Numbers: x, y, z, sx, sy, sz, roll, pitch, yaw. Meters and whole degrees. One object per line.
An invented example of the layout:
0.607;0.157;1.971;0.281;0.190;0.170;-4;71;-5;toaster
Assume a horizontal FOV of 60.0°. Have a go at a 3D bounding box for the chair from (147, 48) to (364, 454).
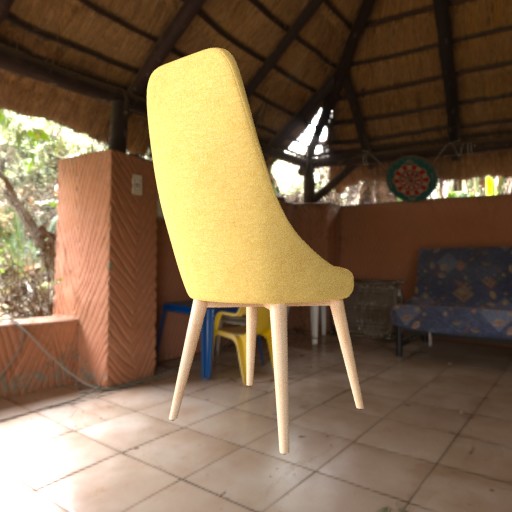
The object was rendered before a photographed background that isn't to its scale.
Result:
0.000;0.000;1.414;0.510;1.040;0.660;0;0;36;chair
